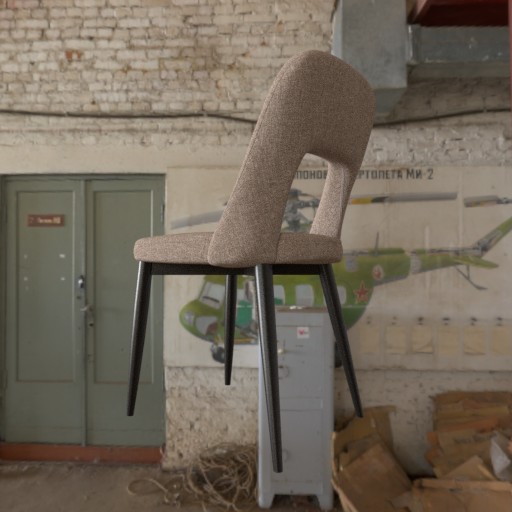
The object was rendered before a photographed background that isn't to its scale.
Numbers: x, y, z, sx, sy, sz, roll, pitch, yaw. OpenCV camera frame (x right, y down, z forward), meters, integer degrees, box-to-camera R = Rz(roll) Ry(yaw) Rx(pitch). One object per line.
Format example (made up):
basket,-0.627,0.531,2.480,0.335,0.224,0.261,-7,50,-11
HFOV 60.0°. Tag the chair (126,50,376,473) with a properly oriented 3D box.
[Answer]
chair,0.000,0.000,1.256,0.612,0.931,0.470,-1,-1,39
